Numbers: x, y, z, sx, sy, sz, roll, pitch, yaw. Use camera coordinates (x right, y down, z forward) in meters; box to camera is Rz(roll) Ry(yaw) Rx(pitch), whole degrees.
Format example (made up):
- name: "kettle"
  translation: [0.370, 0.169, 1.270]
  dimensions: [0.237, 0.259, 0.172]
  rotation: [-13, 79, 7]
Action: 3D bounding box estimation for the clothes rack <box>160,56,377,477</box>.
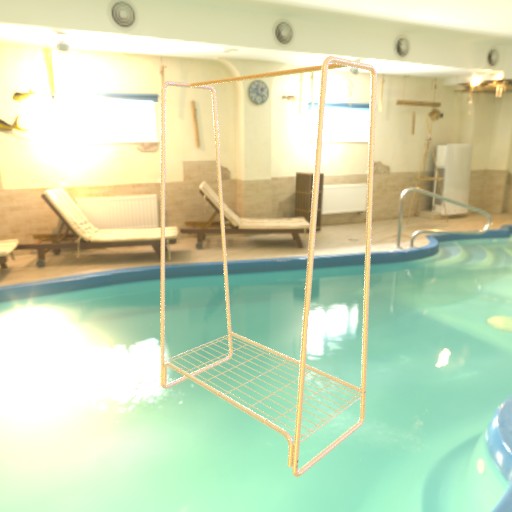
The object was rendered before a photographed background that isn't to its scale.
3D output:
- name: "clothes rack"
  translation: [0.000, 0.000, 1.953]
  dimensions: [0.900, 1.500, 0.495]
  rotation: [14, 20, 43]
